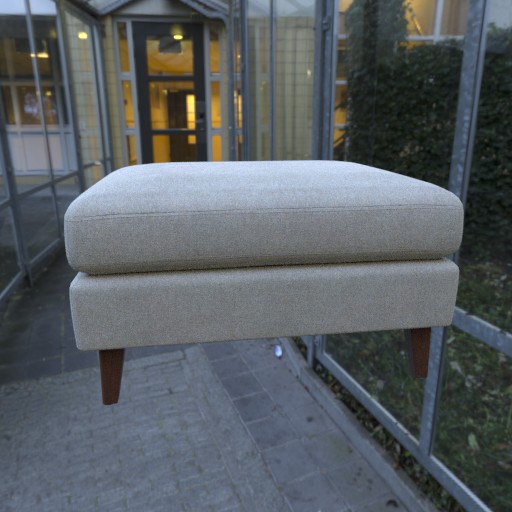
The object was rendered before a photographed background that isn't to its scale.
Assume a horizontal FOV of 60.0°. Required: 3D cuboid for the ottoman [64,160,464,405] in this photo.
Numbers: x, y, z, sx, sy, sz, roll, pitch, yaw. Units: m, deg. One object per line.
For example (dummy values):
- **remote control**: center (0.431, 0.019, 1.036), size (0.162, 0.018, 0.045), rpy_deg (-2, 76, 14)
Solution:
- **ottoman**: center (0.000, 0.000, 1.198), size (0.823, 0.478, 0.610), rpy_deg (-2, 17, -8)
